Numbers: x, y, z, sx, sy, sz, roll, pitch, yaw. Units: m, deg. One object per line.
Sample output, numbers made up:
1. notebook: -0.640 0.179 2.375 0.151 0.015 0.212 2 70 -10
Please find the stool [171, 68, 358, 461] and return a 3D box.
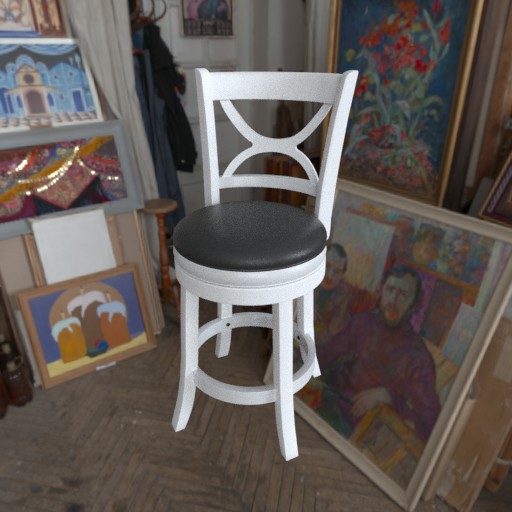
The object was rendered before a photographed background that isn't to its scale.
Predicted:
1. stool: 0.000 0.000 1.240 0.444 0.953 0.508 8 26 16
